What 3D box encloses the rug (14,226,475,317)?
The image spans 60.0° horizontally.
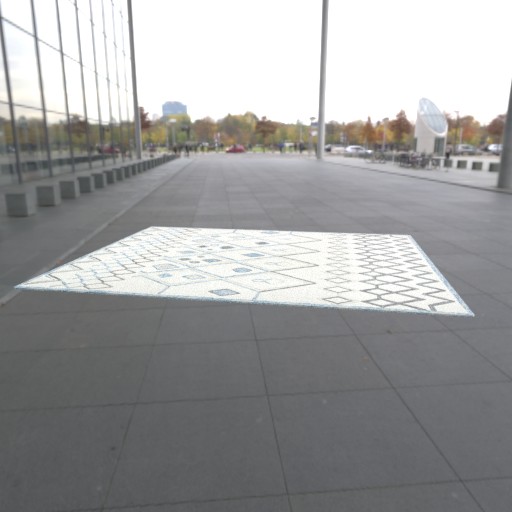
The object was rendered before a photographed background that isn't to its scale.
[{"bbox_3d":[0.000,0.000,4.032,3.056,0.013,2.441,2,14,10],"label":"rug"}]
